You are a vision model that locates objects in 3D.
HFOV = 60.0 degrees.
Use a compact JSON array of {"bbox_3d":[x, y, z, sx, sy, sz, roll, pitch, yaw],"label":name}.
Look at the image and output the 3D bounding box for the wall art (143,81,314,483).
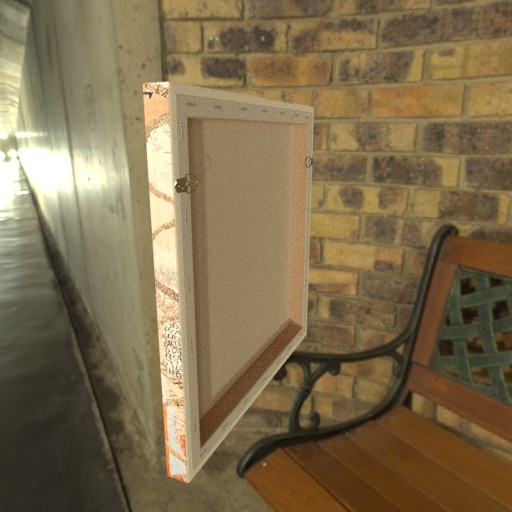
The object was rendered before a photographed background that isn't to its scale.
[{"bbox_3d":[0.000,0.000,0.756,0.038,0.508,0.507,7,17,24],"label":"wall art"}]
